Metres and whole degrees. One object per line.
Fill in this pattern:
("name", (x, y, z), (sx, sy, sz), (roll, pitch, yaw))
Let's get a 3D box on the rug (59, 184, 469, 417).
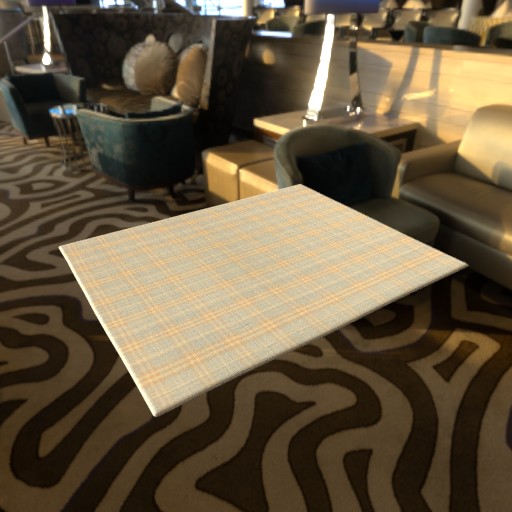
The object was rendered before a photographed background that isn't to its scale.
("rug", (0.000, 0.000, 4.201), (3.066, 0.030, 2.462), (-19, 35, -29))
